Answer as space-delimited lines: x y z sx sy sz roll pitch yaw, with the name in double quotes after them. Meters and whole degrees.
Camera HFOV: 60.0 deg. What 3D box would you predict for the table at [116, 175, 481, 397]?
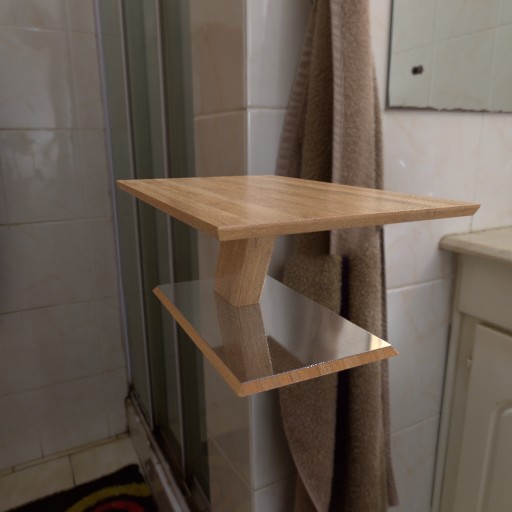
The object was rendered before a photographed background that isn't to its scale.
0.000 0.000 1.474 0.692 0.441 1.100 -7 16 -25 "table"
